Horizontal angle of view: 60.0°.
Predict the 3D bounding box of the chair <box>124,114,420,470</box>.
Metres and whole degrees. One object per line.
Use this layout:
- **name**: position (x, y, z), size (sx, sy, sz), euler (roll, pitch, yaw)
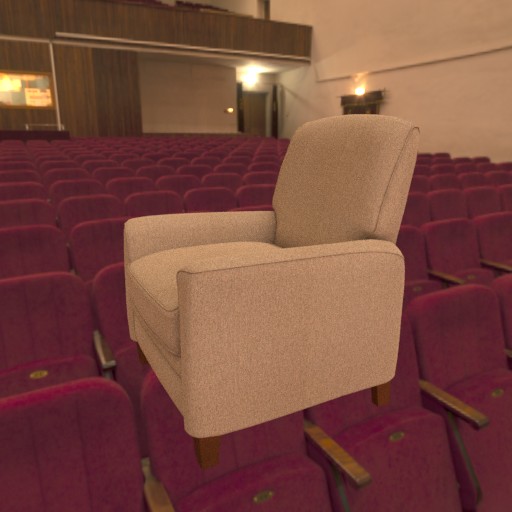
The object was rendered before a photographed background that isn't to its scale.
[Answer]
- **chair**: position (0.000, 0.000, 1.633), size (0.864, 1.014, 0.848), euler (-8, 16, -27)
